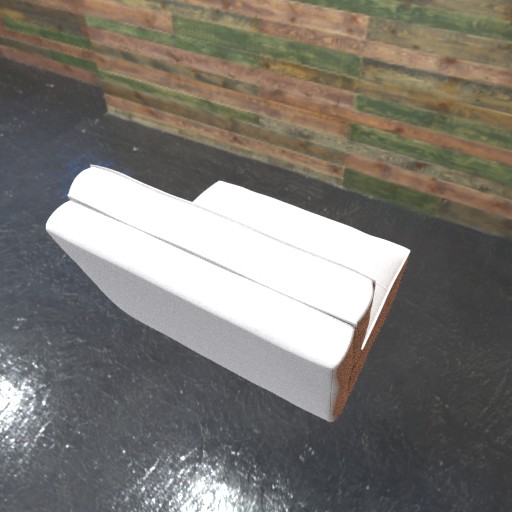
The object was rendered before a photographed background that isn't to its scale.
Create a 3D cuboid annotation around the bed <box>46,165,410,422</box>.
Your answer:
[{"bbox_3d":[0.000,0.000,1.331,0.799,0.614,0.749,23,50,20],"label":"bed"}]
